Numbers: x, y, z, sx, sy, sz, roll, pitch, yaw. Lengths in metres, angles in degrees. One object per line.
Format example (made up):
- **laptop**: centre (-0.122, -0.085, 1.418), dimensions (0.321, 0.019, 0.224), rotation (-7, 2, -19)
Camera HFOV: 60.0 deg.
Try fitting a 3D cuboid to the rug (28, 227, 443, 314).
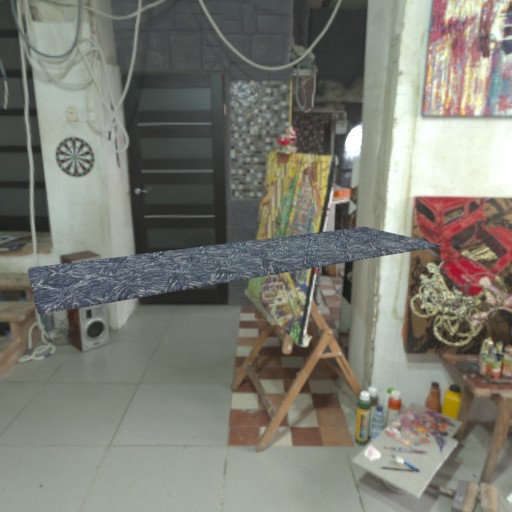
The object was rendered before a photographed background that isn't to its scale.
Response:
- **rug**: centre (0.000, 0.000, 2.531), dimensions (2.306, 0.013, 0.719), rotation (-8, 17, -28)
